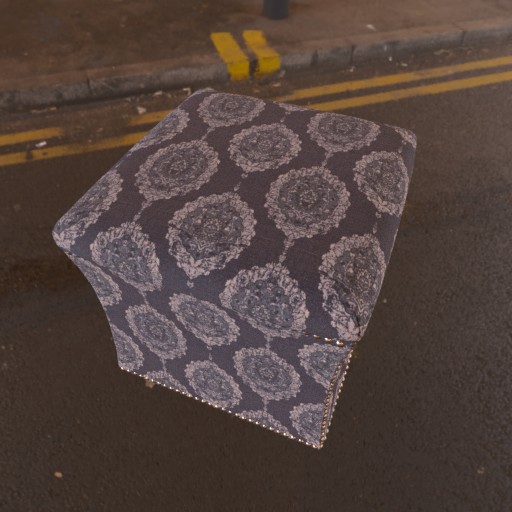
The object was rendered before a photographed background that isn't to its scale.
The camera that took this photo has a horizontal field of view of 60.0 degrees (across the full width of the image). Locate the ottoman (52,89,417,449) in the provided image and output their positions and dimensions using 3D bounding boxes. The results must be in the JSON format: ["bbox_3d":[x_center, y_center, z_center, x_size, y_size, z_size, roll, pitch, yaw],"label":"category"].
[{"bbox_3d":[0.000,0.000,0.903,0.497,0.475,0.507,17,49,15],"label":"ottoman"}]
